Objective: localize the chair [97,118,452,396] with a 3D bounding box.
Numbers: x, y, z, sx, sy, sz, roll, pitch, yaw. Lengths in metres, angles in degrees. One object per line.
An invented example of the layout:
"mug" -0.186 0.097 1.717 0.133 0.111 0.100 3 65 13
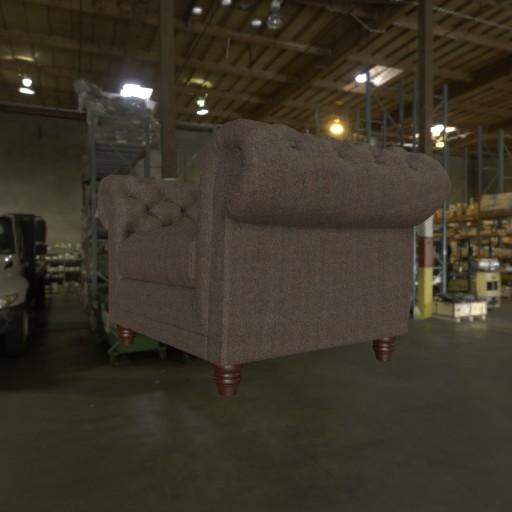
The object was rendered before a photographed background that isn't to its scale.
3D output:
"chair" 0.000 0.000 1.836 0.945 0.780 1.298 0 1 -36
